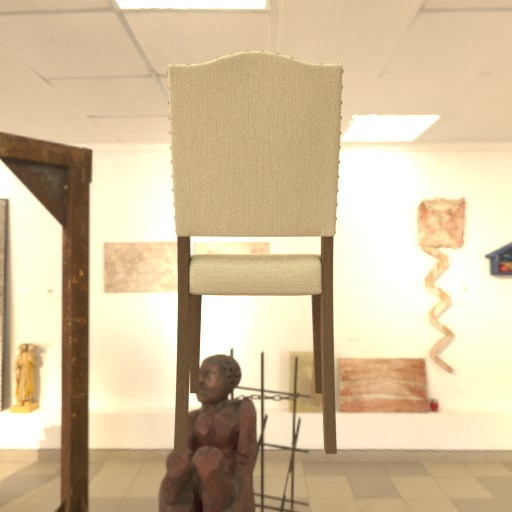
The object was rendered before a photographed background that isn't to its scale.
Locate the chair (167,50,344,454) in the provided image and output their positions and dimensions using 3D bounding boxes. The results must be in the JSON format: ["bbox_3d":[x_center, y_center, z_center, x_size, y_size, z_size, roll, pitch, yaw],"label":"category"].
[{"bbox_3d":[0.000,0.000,1.382,0.508,1.015,0.619,0,-1,0],"label":"chair"}]
